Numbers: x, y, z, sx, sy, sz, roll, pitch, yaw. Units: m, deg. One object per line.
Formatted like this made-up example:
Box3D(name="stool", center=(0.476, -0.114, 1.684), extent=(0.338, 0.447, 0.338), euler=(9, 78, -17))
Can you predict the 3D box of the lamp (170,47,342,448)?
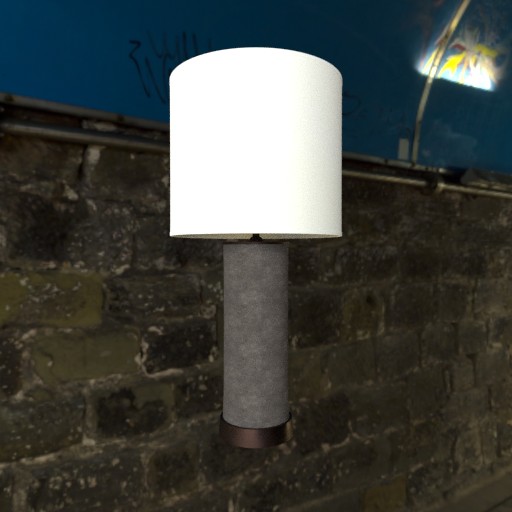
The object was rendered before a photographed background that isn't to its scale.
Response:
Box3D(name="lamp", center=(0.000, 0.000, 0.790), extent=(0.301, 0.630, 0.301), euler=(0, 1, -18))
